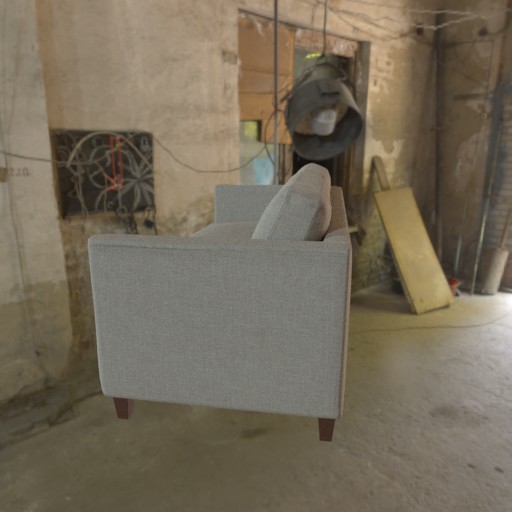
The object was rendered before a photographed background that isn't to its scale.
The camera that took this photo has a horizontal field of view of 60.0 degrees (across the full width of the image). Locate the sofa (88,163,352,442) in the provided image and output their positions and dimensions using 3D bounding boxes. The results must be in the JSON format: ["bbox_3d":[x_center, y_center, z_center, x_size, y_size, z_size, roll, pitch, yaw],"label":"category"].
[{"bbox_3d":[0.000,0.000,2.437,0.951,0.947,1.884,2,15,9],"label":"sofa"}]
